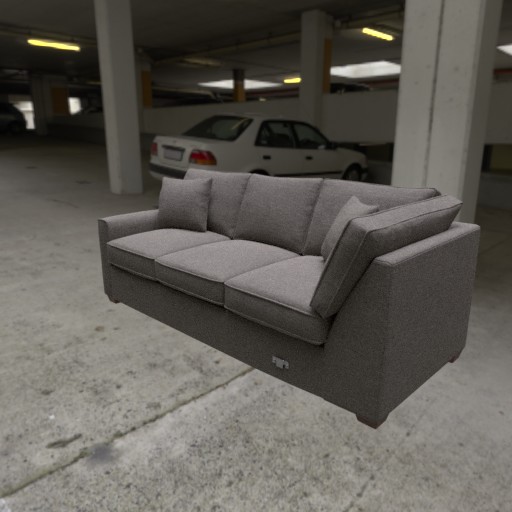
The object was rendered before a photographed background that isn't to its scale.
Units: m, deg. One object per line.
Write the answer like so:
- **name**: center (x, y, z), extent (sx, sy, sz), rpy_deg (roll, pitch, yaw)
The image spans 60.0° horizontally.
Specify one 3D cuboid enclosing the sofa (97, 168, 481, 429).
- **sofa**: center (0.000, 0.000, 2.816), extent (2.317, 0.962, 1.061), rpy_deg (14, 21, 42)
